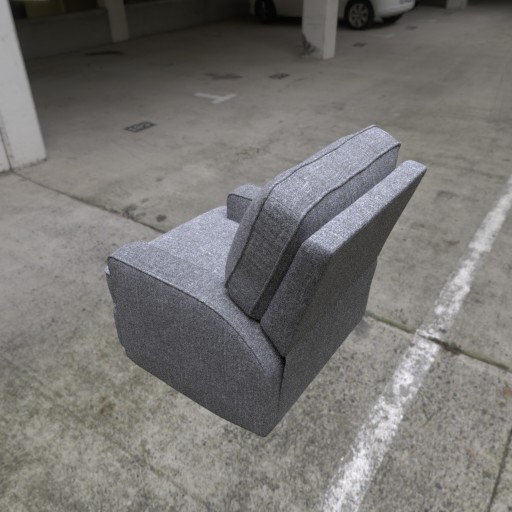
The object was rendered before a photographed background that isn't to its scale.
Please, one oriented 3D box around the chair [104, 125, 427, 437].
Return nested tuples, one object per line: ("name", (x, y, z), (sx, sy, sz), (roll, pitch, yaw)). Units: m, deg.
("chair", (0.000, 0.000, 1.725), (0.964, 0.962, 0.861), (20, 36, 30))
